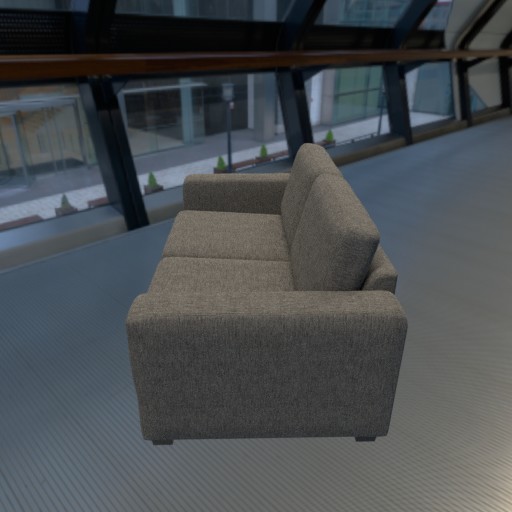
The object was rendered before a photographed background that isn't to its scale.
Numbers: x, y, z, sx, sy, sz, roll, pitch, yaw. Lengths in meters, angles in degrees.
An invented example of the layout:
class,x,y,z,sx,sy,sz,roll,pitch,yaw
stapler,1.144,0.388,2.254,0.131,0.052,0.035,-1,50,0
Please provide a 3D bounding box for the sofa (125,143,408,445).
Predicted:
class,x,y,z,sx,sy,sz,roll,pitch,yaw
sofa,0.000,0.000,2.050,0.900,0.800,1.520,-1,27,-1
